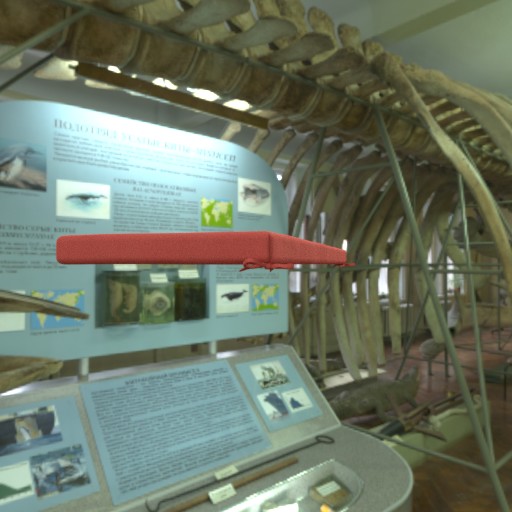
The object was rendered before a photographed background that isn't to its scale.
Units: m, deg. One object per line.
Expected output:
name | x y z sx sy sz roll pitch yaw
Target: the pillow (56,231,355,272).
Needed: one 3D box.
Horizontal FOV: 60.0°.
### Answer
pillow | 0.000 0.000 1.357 0.492 0.081 1.187 0 -1 18
